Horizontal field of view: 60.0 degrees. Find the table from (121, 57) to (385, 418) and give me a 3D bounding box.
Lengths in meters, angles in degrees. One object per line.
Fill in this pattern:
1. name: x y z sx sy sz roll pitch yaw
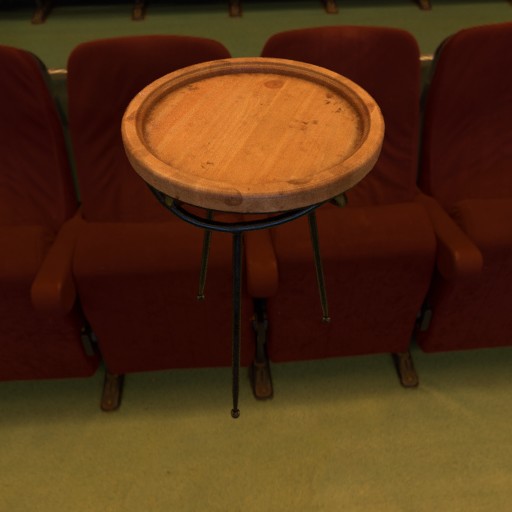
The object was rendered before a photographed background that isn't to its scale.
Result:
1. table: 0.000 0.000 0.940 0.418 0.664 0.414 -4 47 -3
